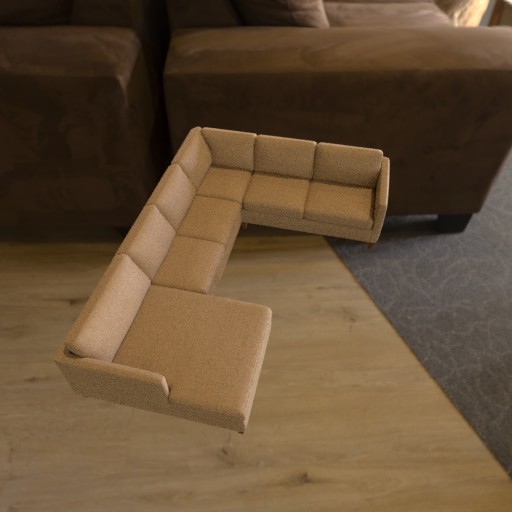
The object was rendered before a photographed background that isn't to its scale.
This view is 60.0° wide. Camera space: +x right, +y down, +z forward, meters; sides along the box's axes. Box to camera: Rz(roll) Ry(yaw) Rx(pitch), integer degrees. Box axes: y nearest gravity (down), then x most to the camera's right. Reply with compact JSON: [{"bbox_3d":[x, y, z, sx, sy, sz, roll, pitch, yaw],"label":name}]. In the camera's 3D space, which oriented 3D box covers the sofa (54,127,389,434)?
[{"bbox_3d":[0.000,0.000,4.574,2.551,0.889,3.403,10,48,9],"label":"sofa"}]
